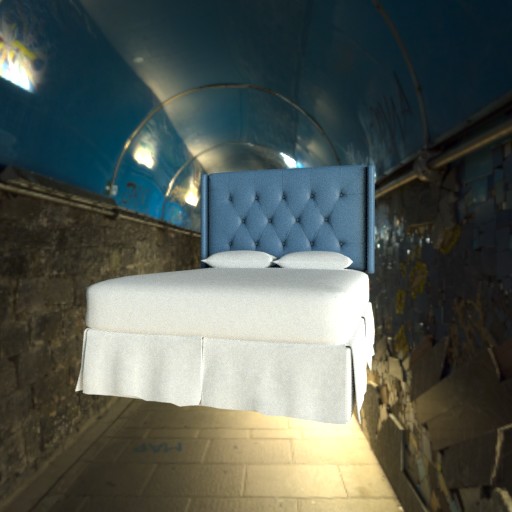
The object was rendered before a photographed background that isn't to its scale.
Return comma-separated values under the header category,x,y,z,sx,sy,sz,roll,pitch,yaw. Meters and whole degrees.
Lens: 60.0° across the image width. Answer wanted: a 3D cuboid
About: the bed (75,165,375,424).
category,x,y,z,sx,sy,sz,roll,pitch,yaw
bed,0.000,0.000,3.400,1.719,1.665,2.078,0,1,17
